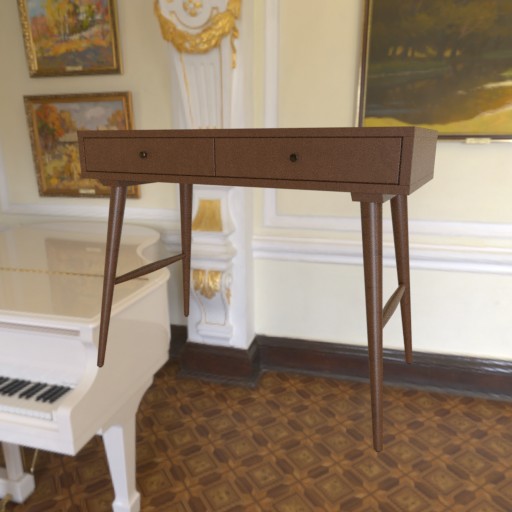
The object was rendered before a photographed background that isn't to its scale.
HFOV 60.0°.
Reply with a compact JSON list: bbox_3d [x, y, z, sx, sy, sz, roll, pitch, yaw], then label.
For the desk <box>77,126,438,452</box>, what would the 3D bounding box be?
[{"bbox_3d":[0.000,0.000,1.391,0.949,0.758,0.510,7,16,26],"label":"desk"}]
